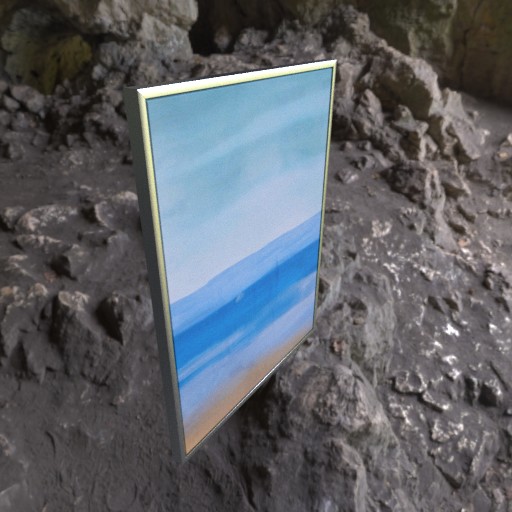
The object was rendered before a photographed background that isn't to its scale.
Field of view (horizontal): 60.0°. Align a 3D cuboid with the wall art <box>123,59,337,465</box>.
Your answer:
[{"bbox_3d":[0.000,0.000,1.368,0.041,1.062,0.803,19,34,31],"label":"wall art"}]
